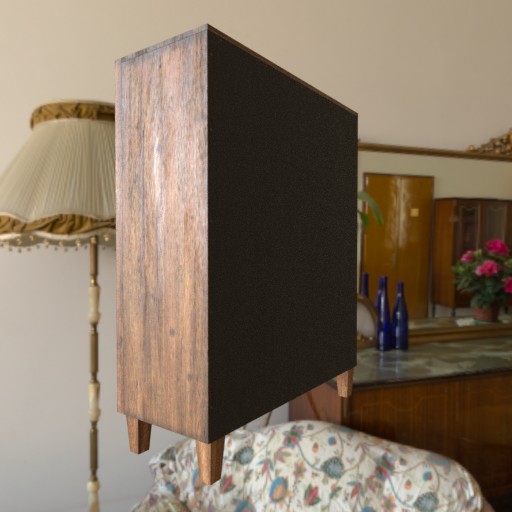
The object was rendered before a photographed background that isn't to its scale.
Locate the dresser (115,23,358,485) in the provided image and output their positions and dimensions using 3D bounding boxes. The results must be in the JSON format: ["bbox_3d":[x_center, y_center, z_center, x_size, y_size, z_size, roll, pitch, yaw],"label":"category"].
[{"bbox_3d":[0.000,0.000,1.845,0.438,1.359,1.067,1,2,36],"label":"dresser"}]
